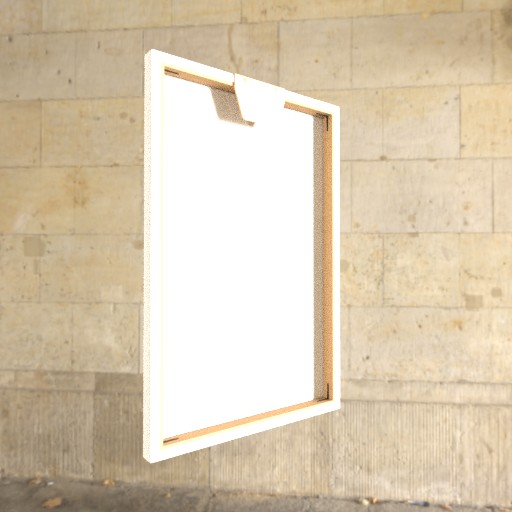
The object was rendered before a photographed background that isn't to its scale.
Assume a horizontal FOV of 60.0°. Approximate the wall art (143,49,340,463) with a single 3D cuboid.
[{"bbox_3d":[0.000,0.000,1.157,0.602,0.902,0.048,1,-1,-37],"label":"wall art"}]
